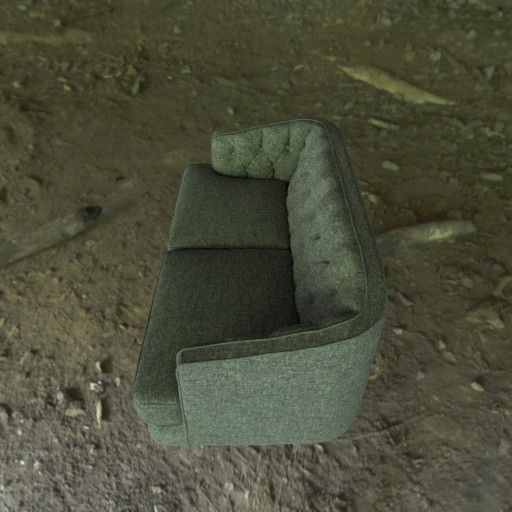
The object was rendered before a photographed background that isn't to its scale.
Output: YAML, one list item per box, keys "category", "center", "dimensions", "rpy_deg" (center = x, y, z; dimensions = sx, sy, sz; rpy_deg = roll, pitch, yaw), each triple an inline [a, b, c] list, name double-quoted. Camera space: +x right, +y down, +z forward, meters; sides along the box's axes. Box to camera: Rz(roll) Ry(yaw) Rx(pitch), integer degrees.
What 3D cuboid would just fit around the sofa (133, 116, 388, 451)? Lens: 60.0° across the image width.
- category: "sofa"
  center: [0.000, 0.000, 2.263]
  dimensions: [0.941, 0.855, 1.733]
  rpy_deg: [0, 41, 0]
